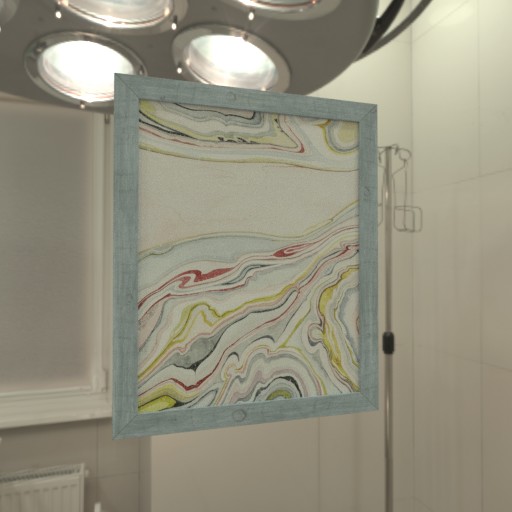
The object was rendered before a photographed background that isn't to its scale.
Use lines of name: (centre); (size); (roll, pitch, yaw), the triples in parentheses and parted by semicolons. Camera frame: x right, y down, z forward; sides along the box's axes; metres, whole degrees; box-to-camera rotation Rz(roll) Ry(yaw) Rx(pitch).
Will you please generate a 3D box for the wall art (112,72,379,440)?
wall art: (0.000, 0.000, 0.782); (0.479, 0.582, 0.022); (0, -1, -17)
